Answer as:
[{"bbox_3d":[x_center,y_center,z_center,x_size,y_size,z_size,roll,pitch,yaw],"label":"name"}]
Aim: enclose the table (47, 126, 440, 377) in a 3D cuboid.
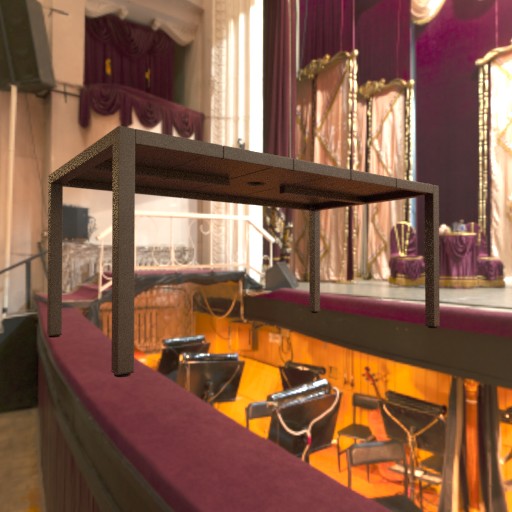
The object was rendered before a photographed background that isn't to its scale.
[{"bbox_3d":[0.000,0.000,2.149,1.680,0.735,0.914,1,-1,-37],"label":"table"}]
